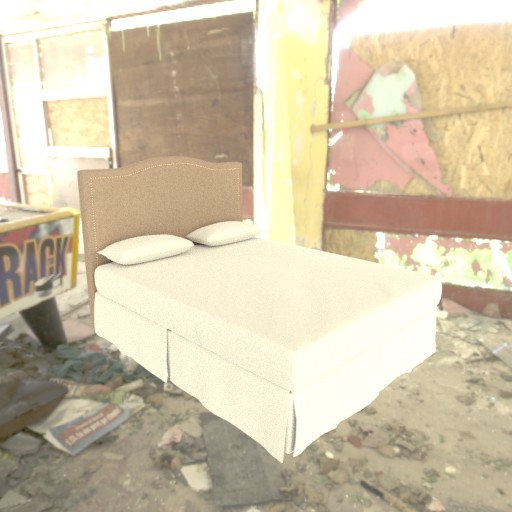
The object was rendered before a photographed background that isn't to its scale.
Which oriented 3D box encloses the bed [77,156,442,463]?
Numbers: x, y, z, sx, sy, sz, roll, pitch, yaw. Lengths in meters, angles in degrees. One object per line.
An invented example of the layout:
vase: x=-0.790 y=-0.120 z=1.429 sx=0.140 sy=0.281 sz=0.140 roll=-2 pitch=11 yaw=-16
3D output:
bed: x=0.000 y=0.000 z=3.424 sx=2.282 sy=1.436 sz=1.821 roll=15 pitch=21 yaw=43
